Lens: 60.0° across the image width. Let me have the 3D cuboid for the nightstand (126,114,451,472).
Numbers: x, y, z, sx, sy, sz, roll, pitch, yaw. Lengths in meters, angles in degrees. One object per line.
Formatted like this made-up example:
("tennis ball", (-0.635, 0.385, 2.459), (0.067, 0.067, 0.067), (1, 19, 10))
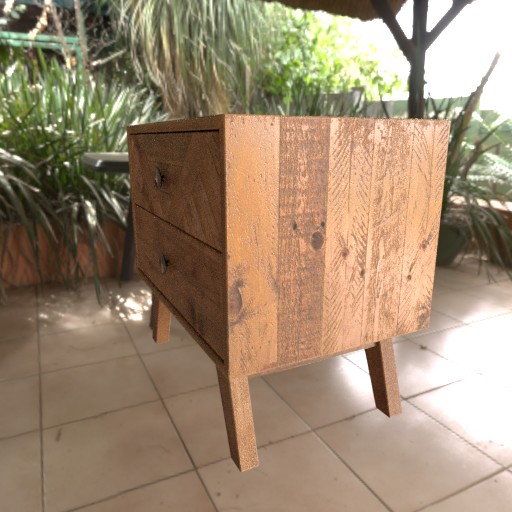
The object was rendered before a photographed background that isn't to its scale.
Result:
("nightstand", (0.000, 0.000, 1.045), (0.450, 0.599, 0.650), (-7, 17, -26))
